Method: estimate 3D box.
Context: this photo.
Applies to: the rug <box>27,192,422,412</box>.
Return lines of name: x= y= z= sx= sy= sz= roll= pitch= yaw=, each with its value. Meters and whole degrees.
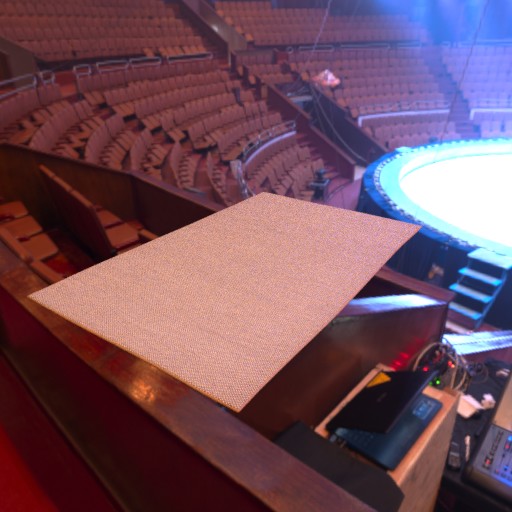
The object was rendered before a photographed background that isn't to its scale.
rug: x=0.000 y=0.000 z=2.109 sx=1.078 sy=0.013 sz=1.678 roll=17 pitch=31 yaw=31
